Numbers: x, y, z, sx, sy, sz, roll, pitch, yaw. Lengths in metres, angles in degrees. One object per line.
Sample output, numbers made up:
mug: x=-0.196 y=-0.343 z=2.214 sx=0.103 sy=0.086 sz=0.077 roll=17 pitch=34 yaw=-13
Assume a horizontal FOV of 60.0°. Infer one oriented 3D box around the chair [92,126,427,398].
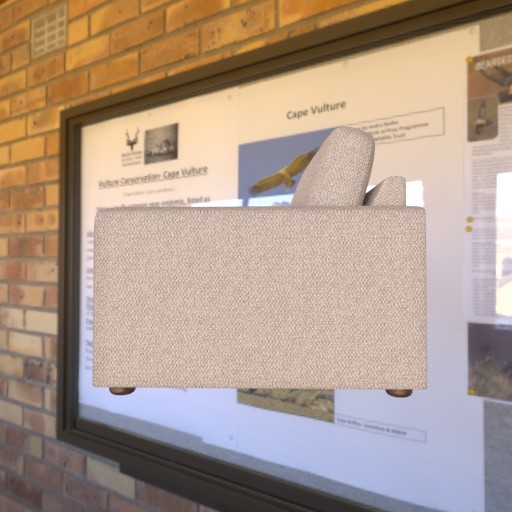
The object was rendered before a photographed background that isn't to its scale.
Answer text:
chair: x=0.000 y=0.000 z=1.787 sx=1.016 sy=0.873 sz=1.005 roll=0 pitch=-1 yaw=2
